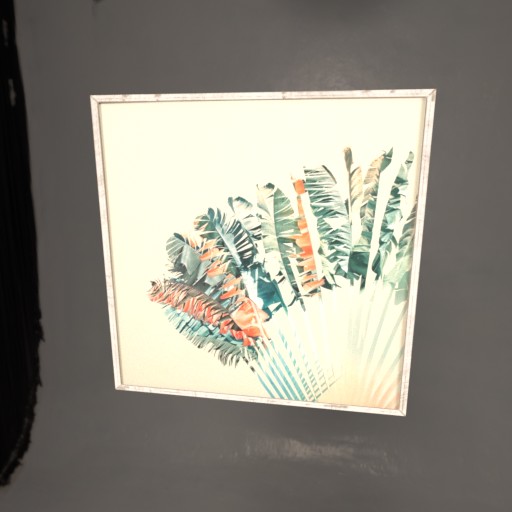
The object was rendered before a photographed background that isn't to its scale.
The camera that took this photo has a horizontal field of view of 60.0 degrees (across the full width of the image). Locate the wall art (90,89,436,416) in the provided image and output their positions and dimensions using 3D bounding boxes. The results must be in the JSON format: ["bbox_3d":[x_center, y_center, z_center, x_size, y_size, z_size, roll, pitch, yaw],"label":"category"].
[{"bbox_3d":[0.000,0.000,0.441,0.305,0.303,0.038,2,14,9],"label":"wall art"}]
